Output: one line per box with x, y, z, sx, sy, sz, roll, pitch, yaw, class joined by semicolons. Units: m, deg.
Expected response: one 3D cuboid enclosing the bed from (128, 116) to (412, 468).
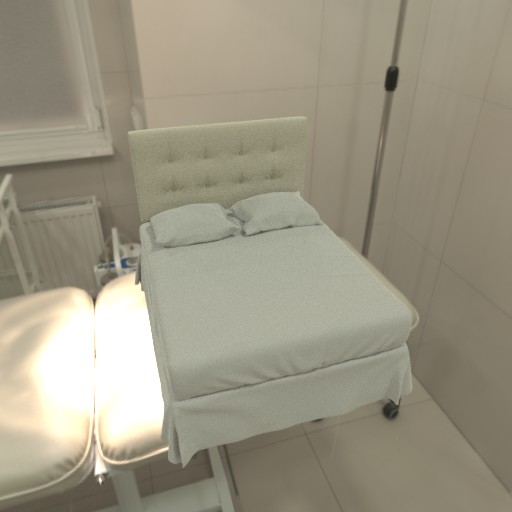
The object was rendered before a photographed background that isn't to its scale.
0.000;0.000;3.527;1.936;1.577;2.222;-10;33;-15;bed
